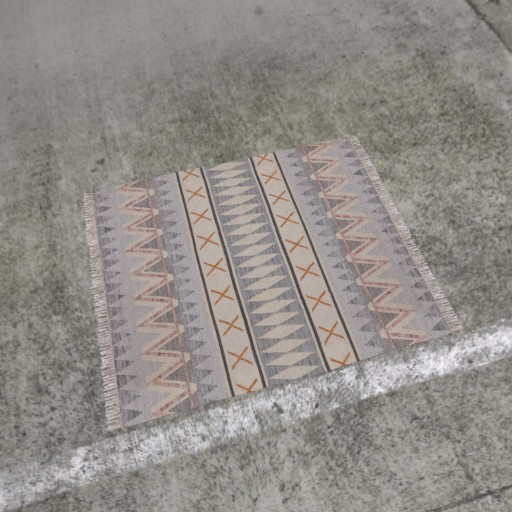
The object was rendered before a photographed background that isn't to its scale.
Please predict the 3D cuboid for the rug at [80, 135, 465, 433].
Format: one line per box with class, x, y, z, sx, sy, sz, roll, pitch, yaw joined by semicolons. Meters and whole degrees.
rug;0.000;0.000;4.081;3.000;0.012;2.371;-14;61;-8
